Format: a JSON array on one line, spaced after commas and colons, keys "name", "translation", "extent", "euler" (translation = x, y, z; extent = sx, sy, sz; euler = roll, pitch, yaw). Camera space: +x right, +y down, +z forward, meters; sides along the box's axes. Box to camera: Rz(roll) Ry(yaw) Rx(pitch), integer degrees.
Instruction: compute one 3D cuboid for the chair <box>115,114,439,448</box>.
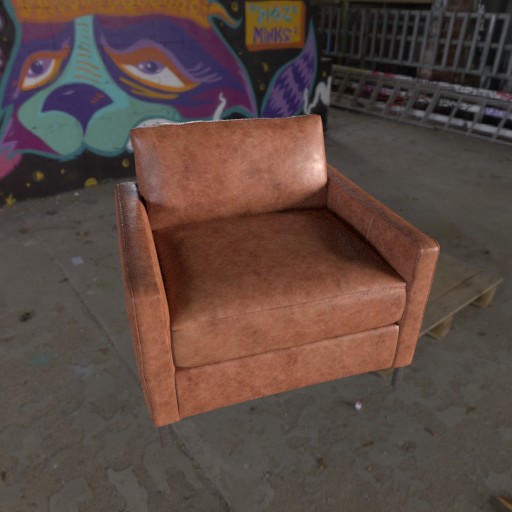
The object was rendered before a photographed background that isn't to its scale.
[{"name": "chair", "translation": [0.000, 0.000, 1.669], "extent": [0.967, 0.869, 0.862], "euler": [-9, 31, -15]}]
